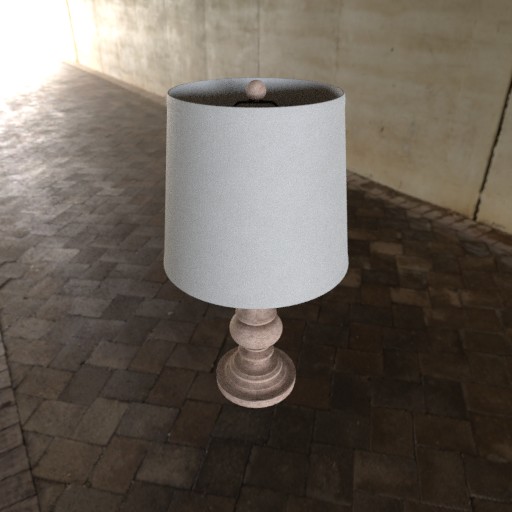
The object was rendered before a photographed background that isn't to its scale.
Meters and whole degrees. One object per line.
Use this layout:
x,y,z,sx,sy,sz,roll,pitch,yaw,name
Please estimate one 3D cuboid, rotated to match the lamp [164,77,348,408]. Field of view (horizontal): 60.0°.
0.000,0.000,0.667,0.273,0.497,0.273,0,30,0,lamp
